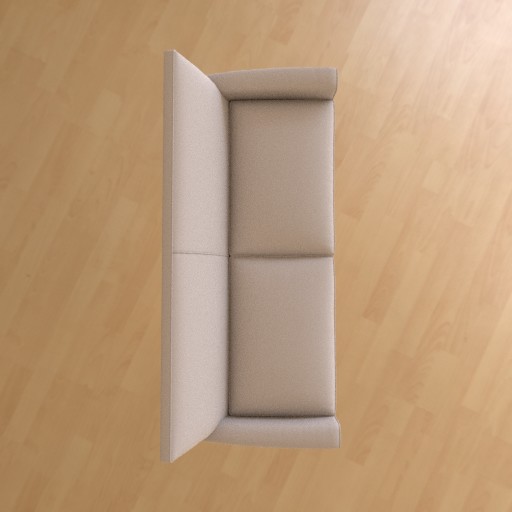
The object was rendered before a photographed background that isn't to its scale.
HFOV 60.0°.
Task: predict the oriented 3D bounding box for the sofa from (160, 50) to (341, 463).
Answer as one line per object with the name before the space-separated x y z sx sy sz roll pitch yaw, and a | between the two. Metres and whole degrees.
sofa | 0.000 0.000 2.453 0.875 0.846 2.000 0 88 0
